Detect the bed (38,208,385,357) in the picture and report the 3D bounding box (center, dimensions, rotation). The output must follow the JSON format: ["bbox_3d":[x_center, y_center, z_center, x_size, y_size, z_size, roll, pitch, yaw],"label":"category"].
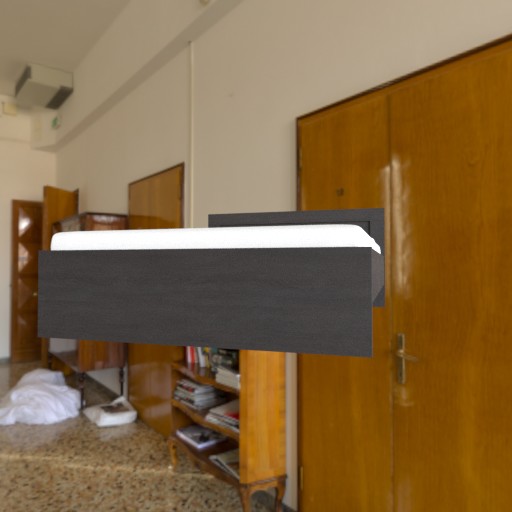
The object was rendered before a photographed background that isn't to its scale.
[{"bbox_3d":[0.000,0.000,2.925,1.585,0.823,2.073,0,-1,18],"label":"bed"}]
